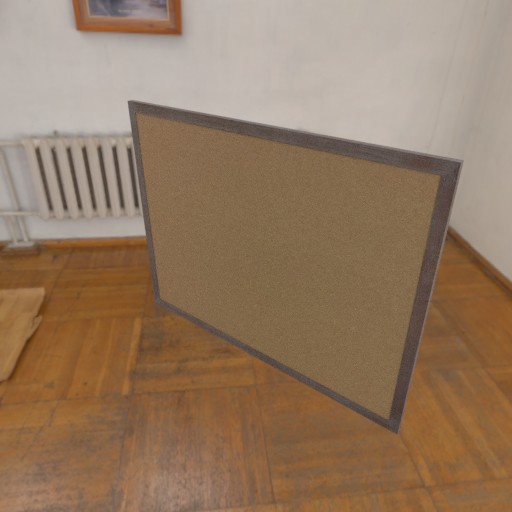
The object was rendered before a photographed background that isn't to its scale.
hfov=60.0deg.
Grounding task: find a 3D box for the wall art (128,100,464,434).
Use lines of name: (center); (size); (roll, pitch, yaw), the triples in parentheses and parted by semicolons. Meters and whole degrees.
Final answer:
wall art: (0.000, 0.000, 1.317); (1.012, 0.774, 0.019); (21, 36, 33)
